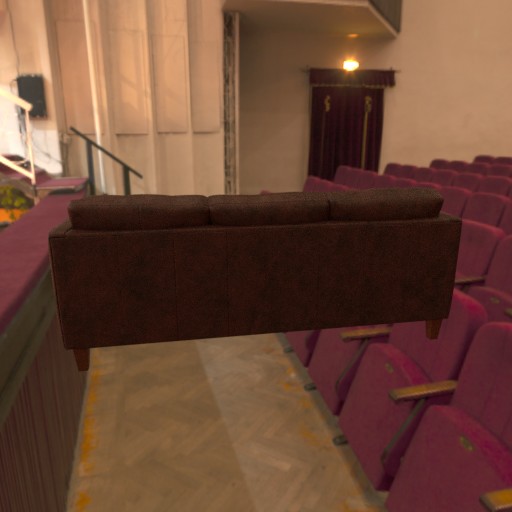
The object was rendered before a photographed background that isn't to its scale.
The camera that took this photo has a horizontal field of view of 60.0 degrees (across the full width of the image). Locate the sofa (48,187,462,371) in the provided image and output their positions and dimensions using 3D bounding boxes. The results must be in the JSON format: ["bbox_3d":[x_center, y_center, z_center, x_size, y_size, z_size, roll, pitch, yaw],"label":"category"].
[{"bbox_3d":[0.000,0.000,3.114,2.464,1.006,1.045,-3,16,-10],"label":"sofa"}]
